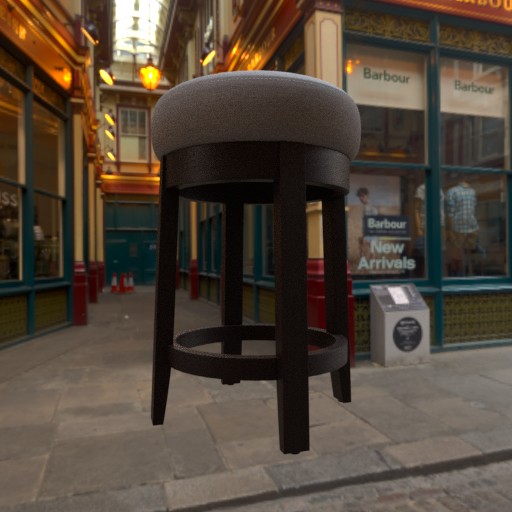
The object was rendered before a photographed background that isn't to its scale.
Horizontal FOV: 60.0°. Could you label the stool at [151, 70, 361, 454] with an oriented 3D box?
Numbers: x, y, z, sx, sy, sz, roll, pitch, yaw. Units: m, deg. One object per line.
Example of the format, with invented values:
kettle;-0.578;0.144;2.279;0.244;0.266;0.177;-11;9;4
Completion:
stool;0.000;0.000;0.960;0.443;0.672;0.443;0;0;0
